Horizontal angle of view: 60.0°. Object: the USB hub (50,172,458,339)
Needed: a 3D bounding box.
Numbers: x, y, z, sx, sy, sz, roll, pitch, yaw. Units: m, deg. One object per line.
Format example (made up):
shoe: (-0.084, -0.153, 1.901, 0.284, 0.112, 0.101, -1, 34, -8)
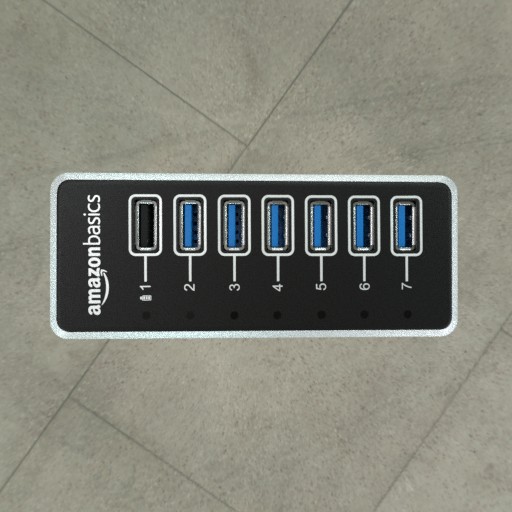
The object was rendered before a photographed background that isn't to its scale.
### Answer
USB hub: (0.000, 0.000, 0.130, 0.110, 0.023, 0.044, 0, 90, -2)
